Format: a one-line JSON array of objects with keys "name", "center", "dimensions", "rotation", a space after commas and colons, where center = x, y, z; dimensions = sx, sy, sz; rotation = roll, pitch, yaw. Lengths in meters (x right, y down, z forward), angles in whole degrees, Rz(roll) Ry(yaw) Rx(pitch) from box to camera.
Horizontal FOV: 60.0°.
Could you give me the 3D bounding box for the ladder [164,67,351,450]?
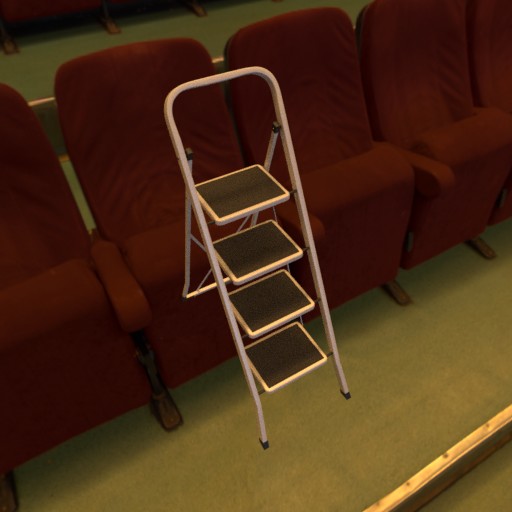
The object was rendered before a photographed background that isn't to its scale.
[{"name": "ladder", "center": [0.000, 0.000, 1.744], "dimensions": [0.460, 1.265, 0.914], "rotation": [-23, 50, -21]}]
